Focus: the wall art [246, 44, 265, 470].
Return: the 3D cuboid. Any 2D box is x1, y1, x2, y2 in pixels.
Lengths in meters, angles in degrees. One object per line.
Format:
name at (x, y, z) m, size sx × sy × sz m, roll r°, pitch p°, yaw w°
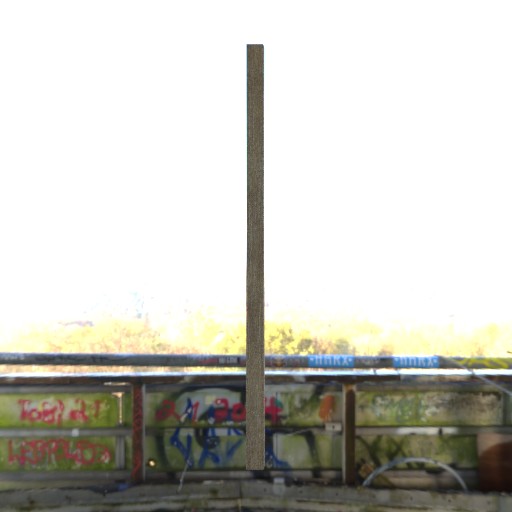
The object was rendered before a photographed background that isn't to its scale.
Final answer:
wall art at (0.000, 0.000, 0.956) m, size 0.026 × 0.588 × 0.690 m, roll 0°, pitch 0°, yaw 0°
